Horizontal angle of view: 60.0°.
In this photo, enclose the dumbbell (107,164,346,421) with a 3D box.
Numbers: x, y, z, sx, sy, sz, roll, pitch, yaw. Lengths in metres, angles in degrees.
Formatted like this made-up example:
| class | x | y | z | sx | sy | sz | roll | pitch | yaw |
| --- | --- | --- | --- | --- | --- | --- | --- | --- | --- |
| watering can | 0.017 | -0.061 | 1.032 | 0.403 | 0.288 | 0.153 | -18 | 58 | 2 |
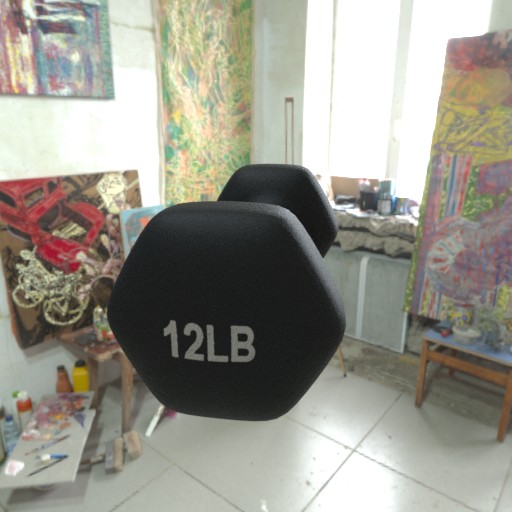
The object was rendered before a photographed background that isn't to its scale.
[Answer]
| class | x | y | z | sx | sy | sz | roll | pitch | yaw |
| --- | --- | --- | --- | --- | --- | --- | --- | --- | --- |
| dumbbell | 0.000 | 0.000 | 0.292 | 0.112 | 0.101 | 0.231 | 3 | 17 | 9 |
